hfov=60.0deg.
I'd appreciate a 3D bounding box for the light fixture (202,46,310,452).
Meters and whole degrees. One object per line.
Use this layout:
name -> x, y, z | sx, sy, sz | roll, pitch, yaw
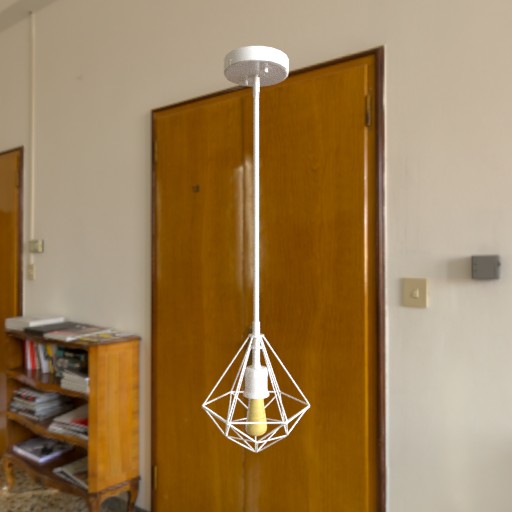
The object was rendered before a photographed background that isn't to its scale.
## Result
light fixture -> 0.000, 0.000, 2.002 | 0.487, 1.764, 0.431 | 0, -1, -1
